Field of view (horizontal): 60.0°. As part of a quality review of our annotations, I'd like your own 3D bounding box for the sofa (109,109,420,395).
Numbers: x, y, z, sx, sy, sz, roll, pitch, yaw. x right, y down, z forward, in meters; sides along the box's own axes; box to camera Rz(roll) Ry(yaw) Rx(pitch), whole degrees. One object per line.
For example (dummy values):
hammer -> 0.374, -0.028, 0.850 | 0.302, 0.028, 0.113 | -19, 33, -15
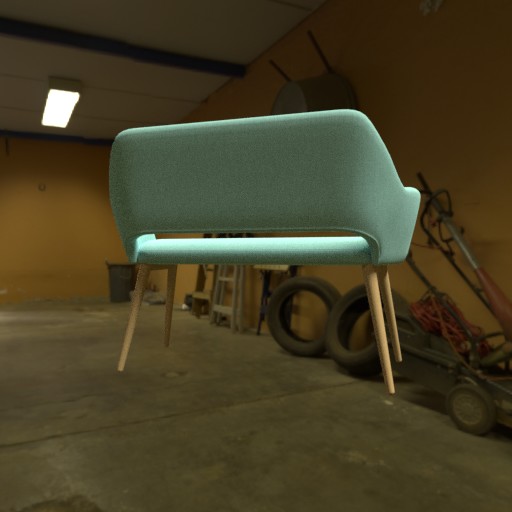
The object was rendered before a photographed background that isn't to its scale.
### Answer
sofa -> 0.000, 0.000, 1.637 | 1.150, 0.840, 0.610 | 0, 0, 16
